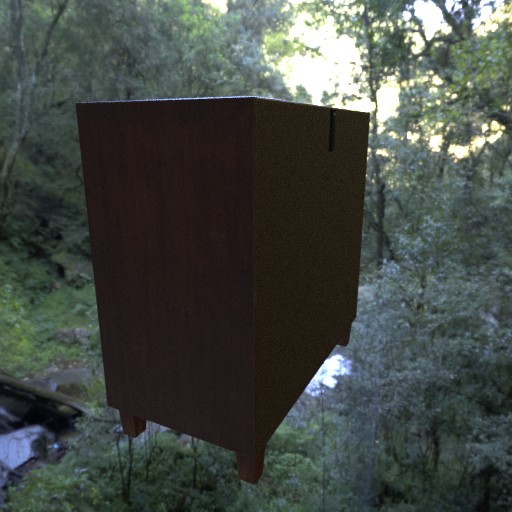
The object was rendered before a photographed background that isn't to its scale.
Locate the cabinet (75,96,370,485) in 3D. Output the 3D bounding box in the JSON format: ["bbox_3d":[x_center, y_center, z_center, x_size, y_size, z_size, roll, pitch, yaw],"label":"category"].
[{"bbox_3d":[0.000,0.000,1.243,0.412,0.785,0.796,8,18,26],"label":"cabinet"}]
